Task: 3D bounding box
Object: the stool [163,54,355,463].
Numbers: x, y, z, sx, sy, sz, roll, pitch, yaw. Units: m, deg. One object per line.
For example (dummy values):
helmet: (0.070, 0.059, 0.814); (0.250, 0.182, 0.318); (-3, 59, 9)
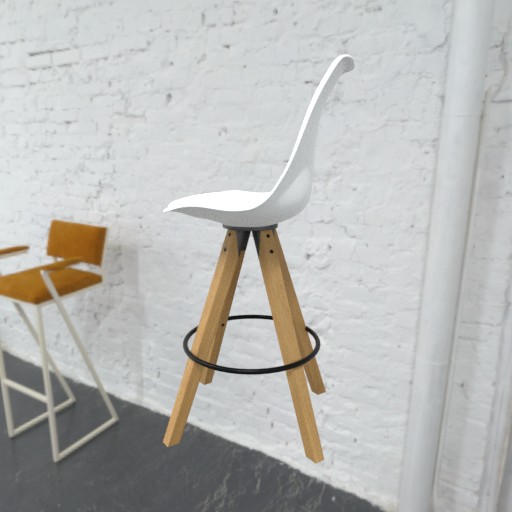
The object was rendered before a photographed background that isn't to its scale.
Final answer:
stool: (0.000, 0.000, 1.385); (0.549, 1.115, 0.482); (2, 13, 9)
